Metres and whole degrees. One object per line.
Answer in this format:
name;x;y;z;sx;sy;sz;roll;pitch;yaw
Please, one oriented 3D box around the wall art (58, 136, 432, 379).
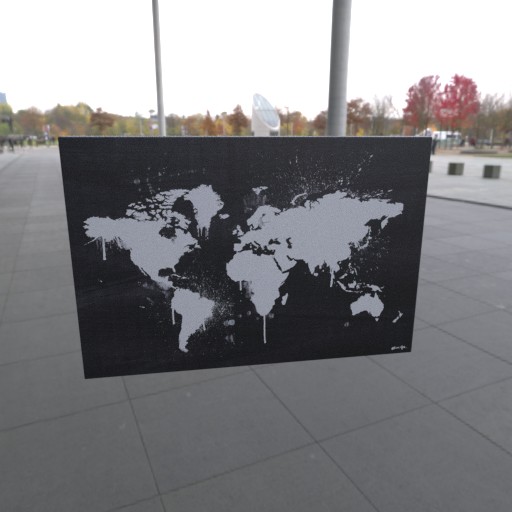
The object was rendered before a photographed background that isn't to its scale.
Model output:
wall art;0.000;0.000;0.783;0.610;0.409;0.038;-2;15;-9
